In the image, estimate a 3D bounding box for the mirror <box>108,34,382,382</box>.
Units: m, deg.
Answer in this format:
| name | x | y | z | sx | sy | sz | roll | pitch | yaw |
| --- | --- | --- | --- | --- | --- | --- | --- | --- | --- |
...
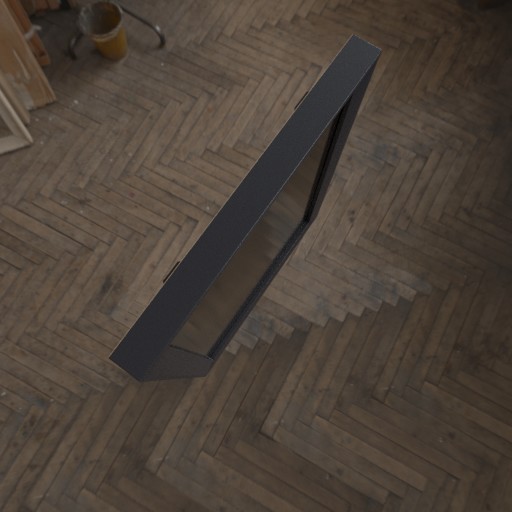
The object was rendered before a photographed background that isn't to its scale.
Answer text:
| name | x | y | z | sx | sy | sz | roll | pitch | yaw |
| --- | --- | --- | --- | --- | --- | --- | --- | --- | --- |
| mirror | 0.000 | 0.000 | 0.668 | 0.041 | 0.508 | 0.405 | 34 | 78 | 8 |
